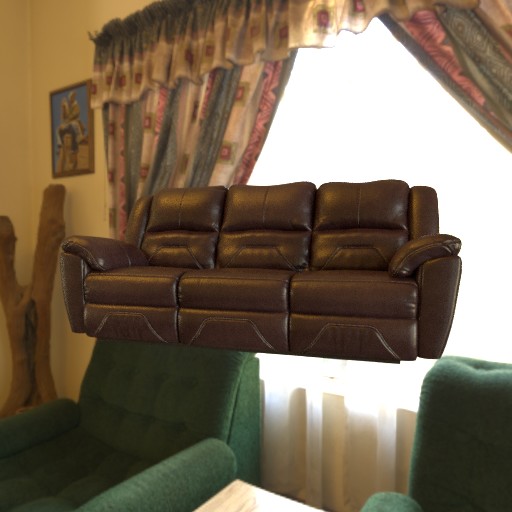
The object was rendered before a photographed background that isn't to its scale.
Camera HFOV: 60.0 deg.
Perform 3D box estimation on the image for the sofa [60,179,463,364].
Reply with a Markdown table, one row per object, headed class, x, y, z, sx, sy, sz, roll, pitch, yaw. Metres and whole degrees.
| class | x | y | z | sx | sy | sz | roll | pitch | yaw |
| --- | --- | --- | --- | --- | --- | --- | --- | --- | --- |
| sofa | 0.000 | 0.000 | 2.862 | 2.337 | 1.043 | 0.991 | 1 | 2 | 18 |
